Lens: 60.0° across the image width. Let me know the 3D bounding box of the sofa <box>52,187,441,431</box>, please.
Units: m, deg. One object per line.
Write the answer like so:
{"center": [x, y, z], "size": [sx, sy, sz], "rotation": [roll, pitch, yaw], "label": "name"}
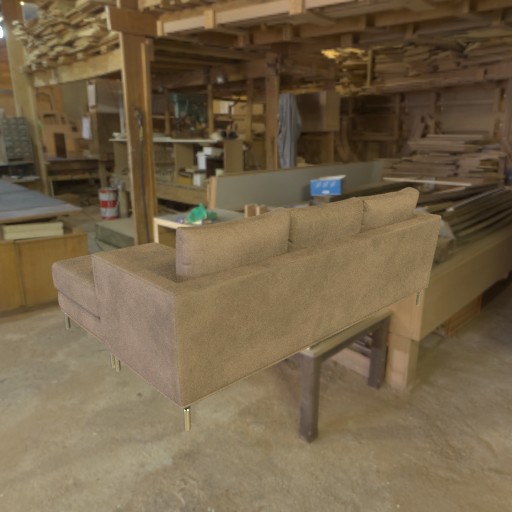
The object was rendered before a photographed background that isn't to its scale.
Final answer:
{"center": [0.000, 0.000, 3.276], "size": [2.438, 0.987, 1.622], "rotation": [-15, 22, -41], "label": "sofa"}
